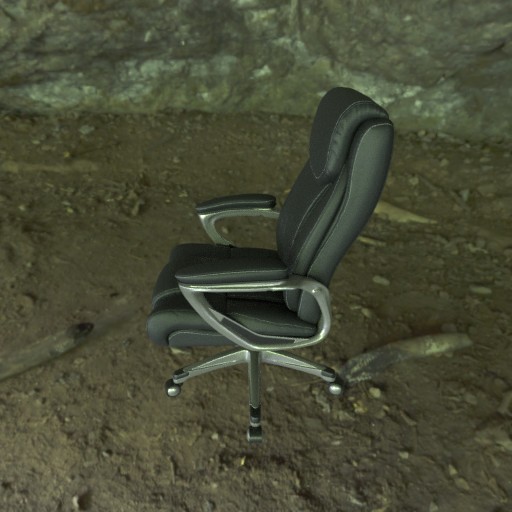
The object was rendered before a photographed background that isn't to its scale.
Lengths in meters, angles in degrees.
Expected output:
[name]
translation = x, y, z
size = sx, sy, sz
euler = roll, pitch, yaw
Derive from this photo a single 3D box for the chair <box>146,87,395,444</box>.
[chair]
translation = 0.000, 0.000, 1.660
size = 0.784, 1.167, 0.741
euler = 0, 27, -1
